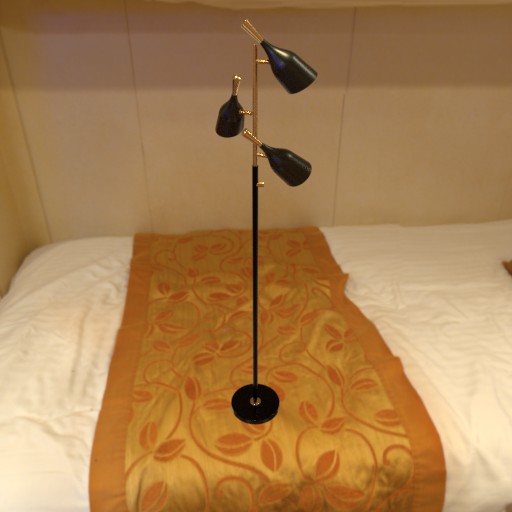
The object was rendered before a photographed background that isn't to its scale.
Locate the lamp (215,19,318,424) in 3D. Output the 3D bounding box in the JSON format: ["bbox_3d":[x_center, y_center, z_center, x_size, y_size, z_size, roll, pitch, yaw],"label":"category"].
[{"bbox_3d":[0.000,0.000,1.883,0.434,1.778,0.253,20,35,32],"label":"lamp"}]
